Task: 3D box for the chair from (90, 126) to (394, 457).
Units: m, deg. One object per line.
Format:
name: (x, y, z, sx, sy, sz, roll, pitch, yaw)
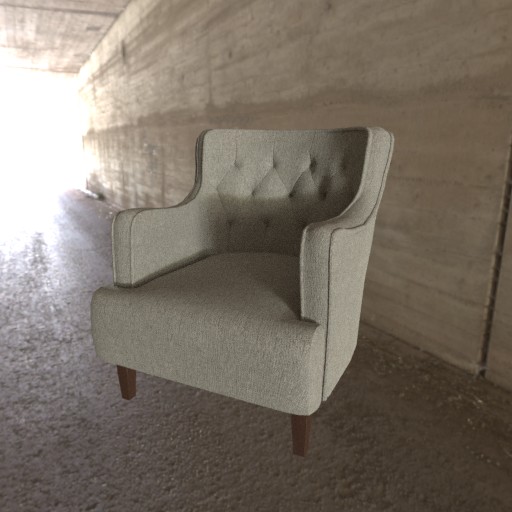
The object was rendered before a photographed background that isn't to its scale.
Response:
chair: (0.000, 0.000, 1.605, 0.820, 0.920, 0.910, 7, 16, 25)
